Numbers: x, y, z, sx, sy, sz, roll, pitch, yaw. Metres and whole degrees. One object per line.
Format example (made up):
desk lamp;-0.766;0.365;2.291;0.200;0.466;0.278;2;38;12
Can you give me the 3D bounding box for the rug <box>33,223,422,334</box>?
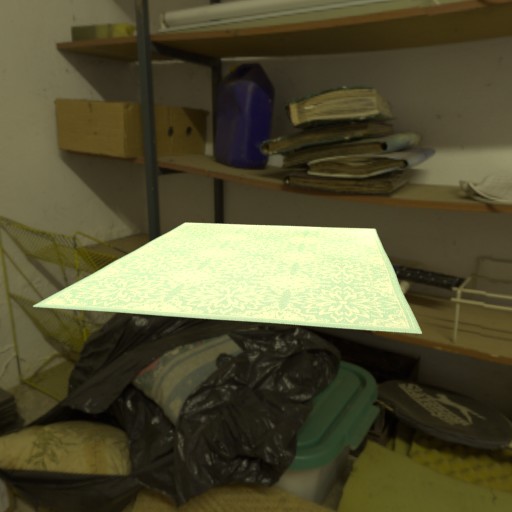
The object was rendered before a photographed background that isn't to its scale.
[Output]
rug;0.000;0.000;4.037;2.363;0.012;2.980;3;15;10
